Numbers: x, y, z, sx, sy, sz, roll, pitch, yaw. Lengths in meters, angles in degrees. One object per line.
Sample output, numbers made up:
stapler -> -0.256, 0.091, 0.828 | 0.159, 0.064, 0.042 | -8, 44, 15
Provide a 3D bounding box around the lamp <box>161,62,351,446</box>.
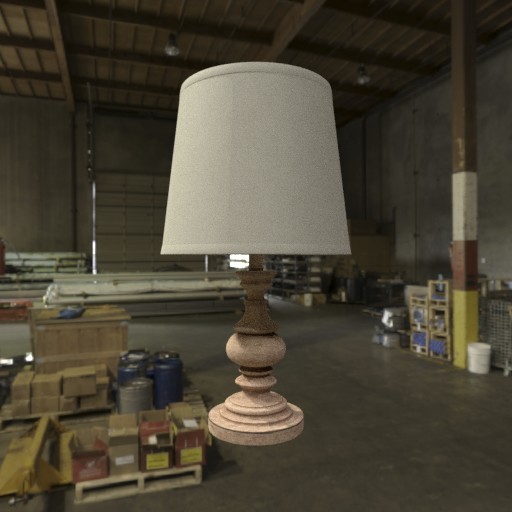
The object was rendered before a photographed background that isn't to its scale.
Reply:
lamp -> 0.000, 0.000, 0.649 | 0.273, 0.497, 0.273 | 0, 0, 0
